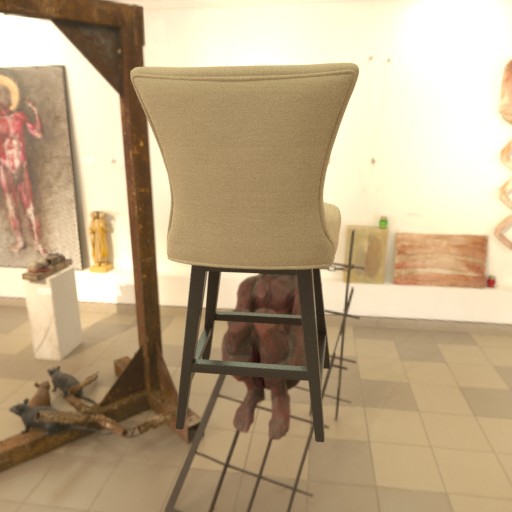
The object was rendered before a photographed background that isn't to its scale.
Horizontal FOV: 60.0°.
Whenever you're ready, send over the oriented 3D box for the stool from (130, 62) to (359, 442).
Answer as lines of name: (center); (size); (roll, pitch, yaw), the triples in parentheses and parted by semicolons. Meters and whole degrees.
stool: (0.000, 0.000, 1.324); (0.514, 1.000, 0.574); (2, 16, 8)
